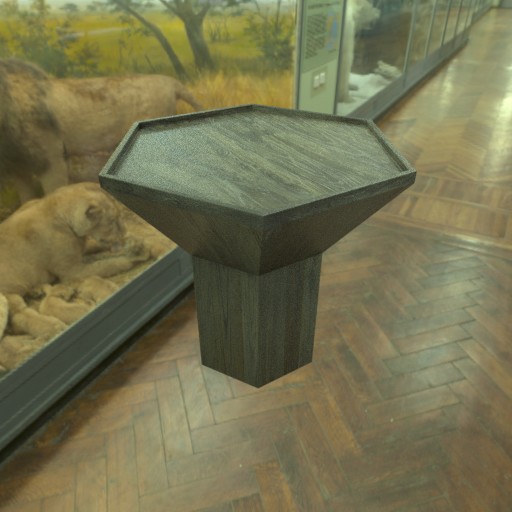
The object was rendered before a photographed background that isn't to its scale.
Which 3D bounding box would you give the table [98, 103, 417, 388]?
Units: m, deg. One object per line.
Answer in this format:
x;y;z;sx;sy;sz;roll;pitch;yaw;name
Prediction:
0.000;0.000;1.125;0.592;0.586;0.683;-1;33;-2;table
